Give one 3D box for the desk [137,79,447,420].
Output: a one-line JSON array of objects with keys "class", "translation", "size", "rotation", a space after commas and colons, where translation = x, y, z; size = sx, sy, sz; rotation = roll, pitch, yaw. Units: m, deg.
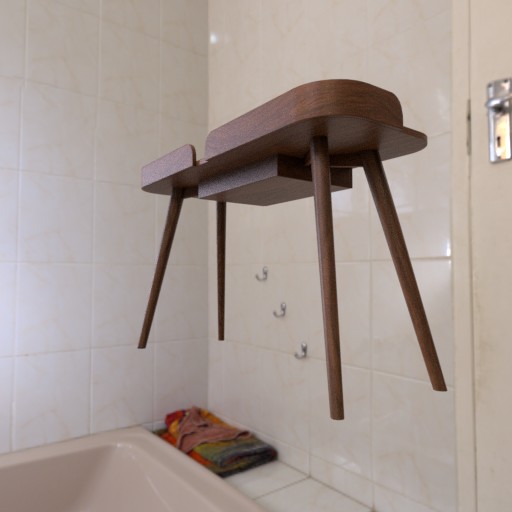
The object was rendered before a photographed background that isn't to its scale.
[{"class": "desk", "translation": [0.000, 0.000, 1.648], "size": [0.486, 0.800, 1.256], "rotation": [2, -3, -36]}]
